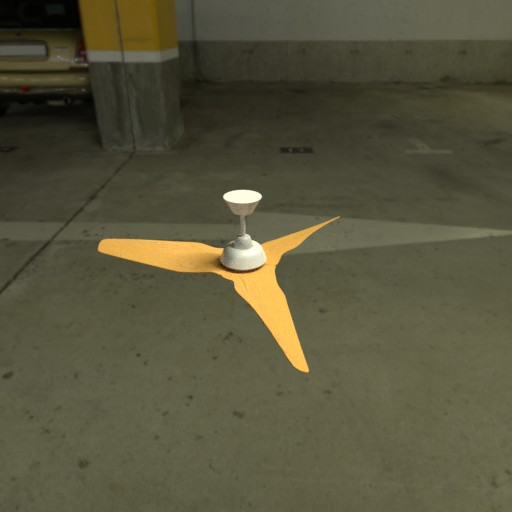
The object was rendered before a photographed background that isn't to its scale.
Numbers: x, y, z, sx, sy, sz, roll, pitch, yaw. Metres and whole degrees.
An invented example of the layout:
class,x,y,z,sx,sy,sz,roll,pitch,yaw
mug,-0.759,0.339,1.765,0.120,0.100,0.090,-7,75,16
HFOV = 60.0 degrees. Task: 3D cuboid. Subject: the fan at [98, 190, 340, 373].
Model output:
class,x,y,z,sx,sy,sz,roll,pitch,yaw
fan,0.000,0.000,1.616,1.142,0.355,1.010,-8,29,-15
